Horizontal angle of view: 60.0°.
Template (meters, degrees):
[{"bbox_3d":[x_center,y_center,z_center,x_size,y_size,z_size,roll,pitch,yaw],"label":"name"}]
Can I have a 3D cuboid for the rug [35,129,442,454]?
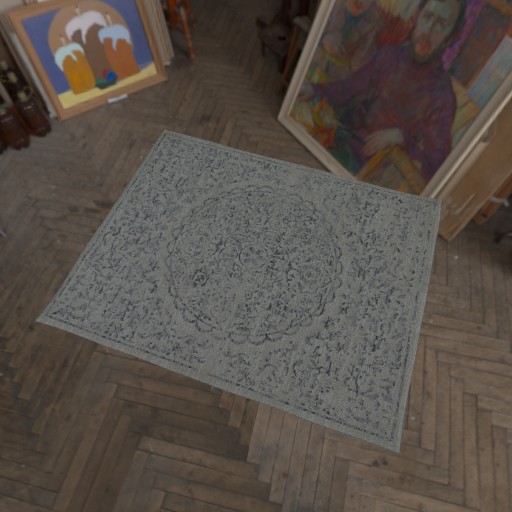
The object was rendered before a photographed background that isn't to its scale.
[{"bbox_3d":[0.000,0.000,3.867,2.925,0.026,2.343,17,60,10],"label":"rug"}]
